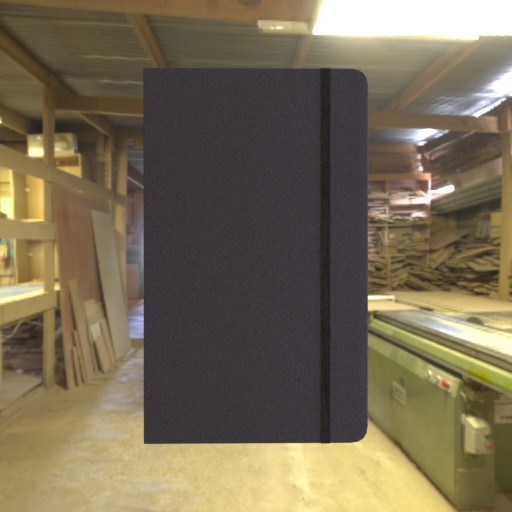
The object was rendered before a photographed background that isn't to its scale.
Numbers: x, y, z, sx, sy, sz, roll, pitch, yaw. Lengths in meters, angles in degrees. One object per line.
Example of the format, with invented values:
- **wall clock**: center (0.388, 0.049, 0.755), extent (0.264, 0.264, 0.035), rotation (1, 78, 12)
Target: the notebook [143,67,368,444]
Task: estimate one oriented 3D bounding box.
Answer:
- **notebook**: center (0.000, 0.000, 0.258), extent (0.127, 0.213, 0.016), rotation (0, 0, -1)
